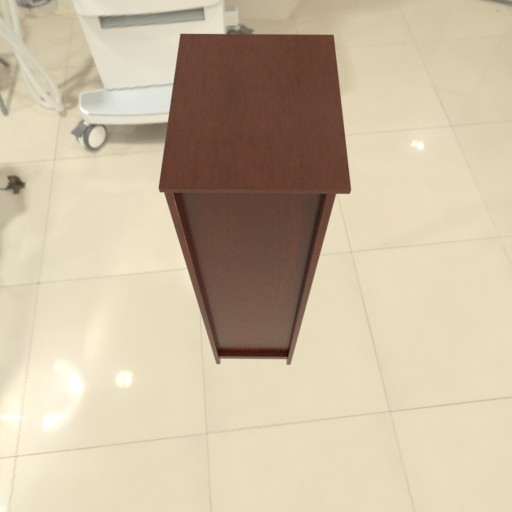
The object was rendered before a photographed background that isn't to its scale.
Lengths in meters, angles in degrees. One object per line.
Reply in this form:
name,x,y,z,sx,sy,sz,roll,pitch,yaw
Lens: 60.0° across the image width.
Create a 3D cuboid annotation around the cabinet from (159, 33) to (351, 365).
cabinet,0.000,0.000,1.706,0.401,1.518,0.500,1,62,0
